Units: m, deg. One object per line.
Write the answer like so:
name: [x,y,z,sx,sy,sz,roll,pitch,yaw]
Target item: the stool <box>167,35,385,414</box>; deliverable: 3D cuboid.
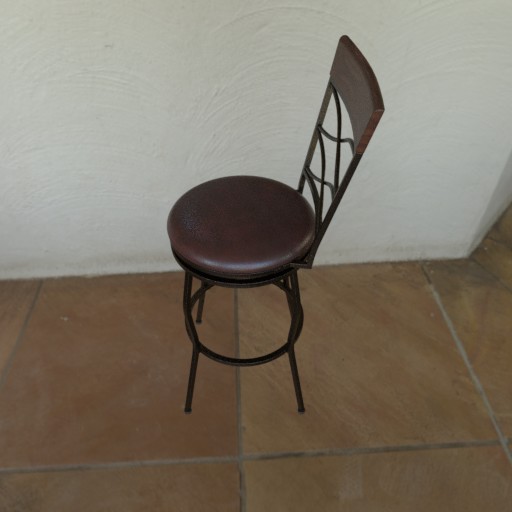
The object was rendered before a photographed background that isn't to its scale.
stool: [0.000,0.000,1.354,0.513,1.130,0.448,0,42,0]
